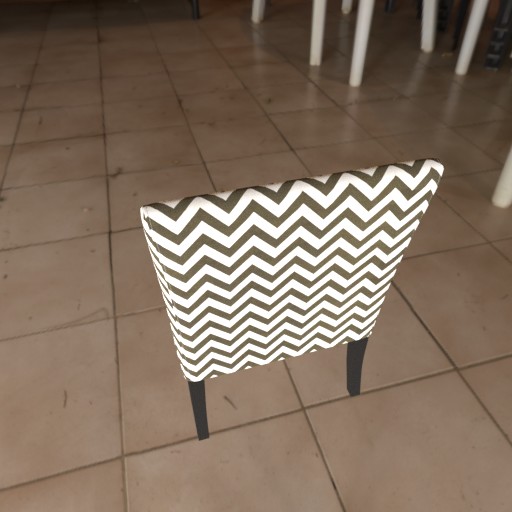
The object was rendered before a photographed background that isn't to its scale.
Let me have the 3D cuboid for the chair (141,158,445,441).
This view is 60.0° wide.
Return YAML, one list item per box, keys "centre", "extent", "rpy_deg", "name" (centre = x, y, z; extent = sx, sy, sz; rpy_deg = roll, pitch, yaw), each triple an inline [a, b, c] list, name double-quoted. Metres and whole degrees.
- centre: [0.000, 0.000, 1.291]
  extent: [0.589, 0.838, 0.648]
  rpy_deg: [-11, 42, -13]
  name: "chair"
